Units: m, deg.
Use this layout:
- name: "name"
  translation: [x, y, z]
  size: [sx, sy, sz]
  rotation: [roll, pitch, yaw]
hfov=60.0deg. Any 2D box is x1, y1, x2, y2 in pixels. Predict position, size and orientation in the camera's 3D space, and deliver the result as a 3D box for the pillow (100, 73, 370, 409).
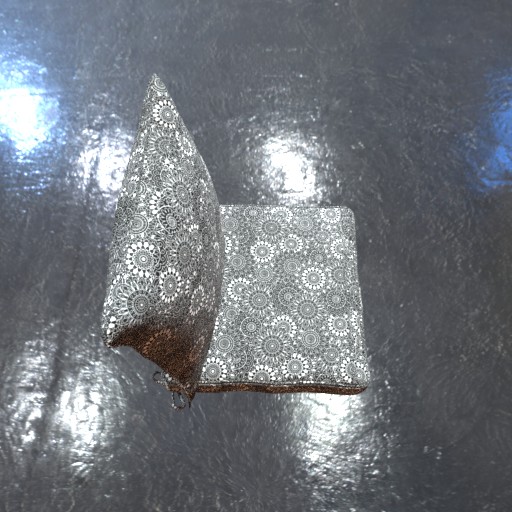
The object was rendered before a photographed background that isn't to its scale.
- name: "pillow"
  translation: [0.000, 0.000, 1.344]
  size: [0.740, 0.722, 0.798]
  rotation: [1, 62, 1]
